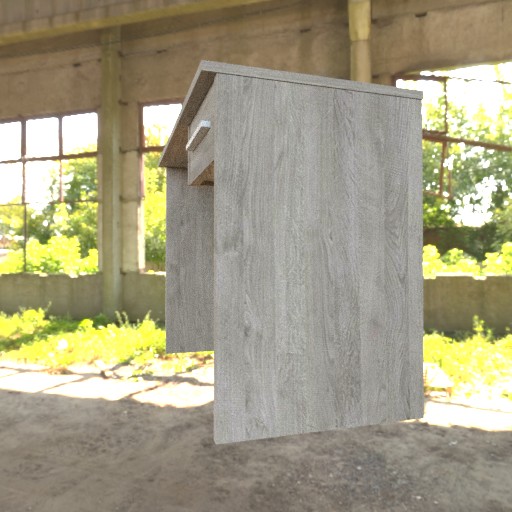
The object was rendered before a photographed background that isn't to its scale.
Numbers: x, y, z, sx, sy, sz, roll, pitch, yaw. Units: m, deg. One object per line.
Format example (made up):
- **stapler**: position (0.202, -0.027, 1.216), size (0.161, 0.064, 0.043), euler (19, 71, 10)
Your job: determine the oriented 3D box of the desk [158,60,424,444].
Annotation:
- **desk**: position (0.000, 0.000, 1.329), size (0.498, 0.724, 0.893), euler (0, -1, -18)
